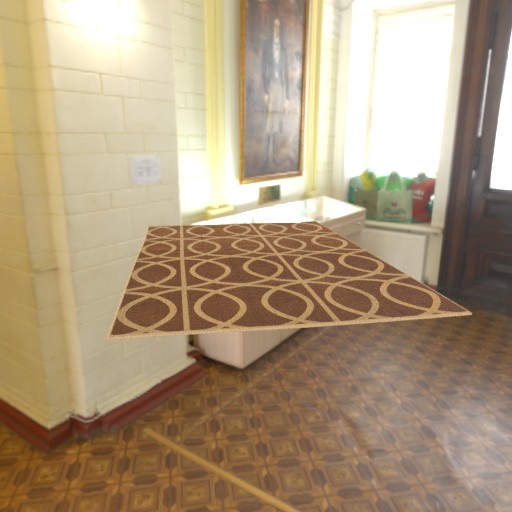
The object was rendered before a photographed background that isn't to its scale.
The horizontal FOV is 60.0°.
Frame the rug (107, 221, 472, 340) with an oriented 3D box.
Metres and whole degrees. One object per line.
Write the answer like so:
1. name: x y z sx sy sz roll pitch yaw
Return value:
1. rug: 0.000 0.000 2.878 1.528 0.014 2.294 -2 15 -9
